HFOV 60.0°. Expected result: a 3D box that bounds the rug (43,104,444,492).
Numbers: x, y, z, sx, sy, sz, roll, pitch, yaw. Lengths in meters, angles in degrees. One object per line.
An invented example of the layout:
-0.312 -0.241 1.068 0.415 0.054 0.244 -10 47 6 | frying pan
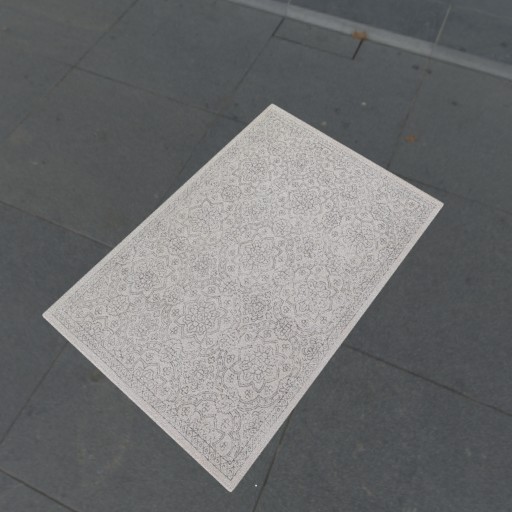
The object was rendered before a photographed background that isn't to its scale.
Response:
0.000 0.000 2.899 1.524 0.011 2.286 36 68 17 | rug
